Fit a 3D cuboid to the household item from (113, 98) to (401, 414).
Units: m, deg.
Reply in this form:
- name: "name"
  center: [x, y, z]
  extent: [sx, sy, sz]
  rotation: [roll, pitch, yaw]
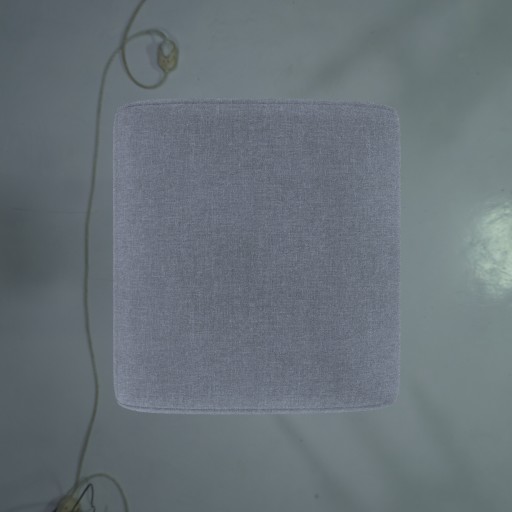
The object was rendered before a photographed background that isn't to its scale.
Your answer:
- name: "household item"
  center: [0.000, 0.000, 0.891]
  extent: [0.530, 0.410, 0.530]
  rotation: [0, 90, -1]
